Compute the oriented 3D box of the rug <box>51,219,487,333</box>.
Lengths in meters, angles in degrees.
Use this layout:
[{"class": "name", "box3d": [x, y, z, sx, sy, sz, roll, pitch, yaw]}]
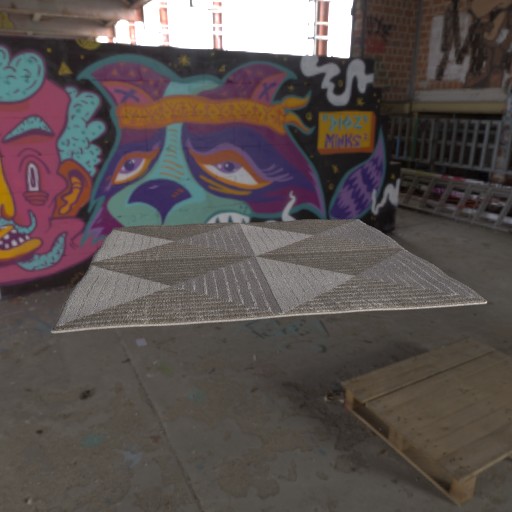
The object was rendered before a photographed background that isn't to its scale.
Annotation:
[{"class": "rug", "box3d": [0.000, 0.000, 0.888, 0.642, 0.008, 0.551, -3, 19, -8]}]
